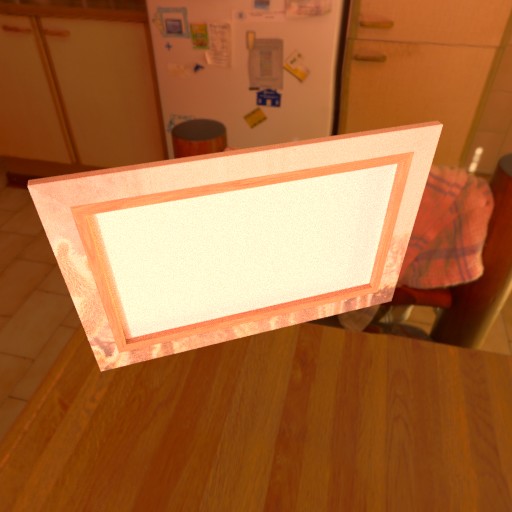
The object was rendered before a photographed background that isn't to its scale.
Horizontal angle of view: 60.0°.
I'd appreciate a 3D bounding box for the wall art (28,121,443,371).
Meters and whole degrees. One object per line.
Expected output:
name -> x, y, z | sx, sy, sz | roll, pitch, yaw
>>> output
wall art -> 0.000, 0.000, 1.917 | 1.525, 1.012, 0.038 | -11, 43, -13
